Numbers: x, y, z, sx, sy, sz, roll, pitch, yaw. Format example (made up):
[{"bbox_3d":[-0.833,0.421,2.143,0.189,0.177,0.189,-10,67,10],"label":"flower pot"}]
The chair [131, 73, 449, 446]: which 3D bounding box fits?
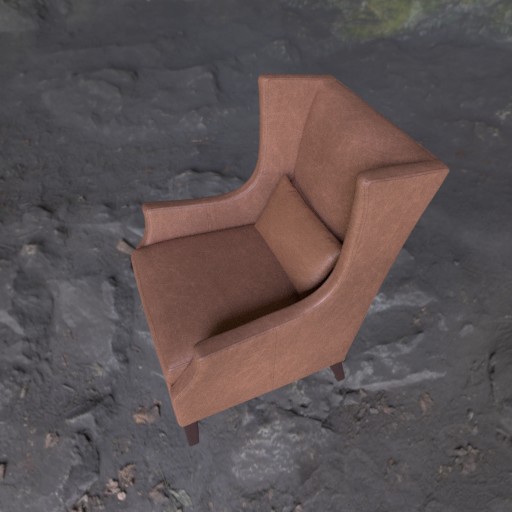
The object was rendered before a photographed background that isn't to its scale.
[{"bbox_3d":[0.000,0.000,1.714,0.913,1.088,0.815,-16,47,-15],"label":"chair"}]
